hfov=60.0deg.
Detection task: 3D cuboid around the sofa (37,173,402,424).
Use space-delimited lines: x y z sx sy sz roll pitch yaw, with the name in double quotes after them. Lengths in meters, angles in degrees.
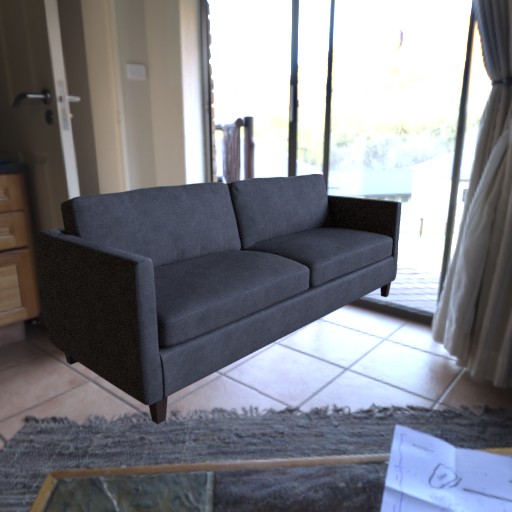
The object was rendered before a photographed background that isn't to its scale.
0.000 0.000 2.934 0.951 0.965 2.434 13 19 40 "sofa"
